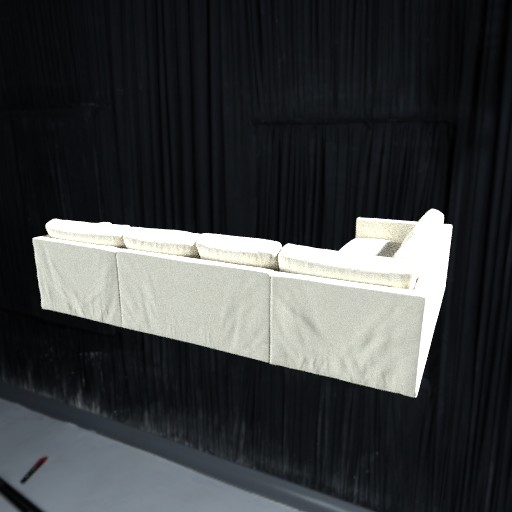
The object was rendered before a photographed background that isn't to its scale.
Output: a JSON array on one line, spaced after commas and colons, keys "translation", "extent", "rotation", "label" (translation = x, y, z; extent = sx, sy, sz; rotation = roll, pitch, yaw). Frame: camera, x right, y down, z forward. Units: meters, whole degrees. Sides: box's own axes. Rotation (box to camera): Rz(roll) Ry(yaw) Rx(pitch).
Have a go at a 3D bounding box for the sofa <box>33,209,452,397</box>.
[{"translation": [0.000, 0.000, 4.456], "extent": [3.460, 0.882, 2.427], "rotation": [7, 17, 25], "label": "sofa"}]
